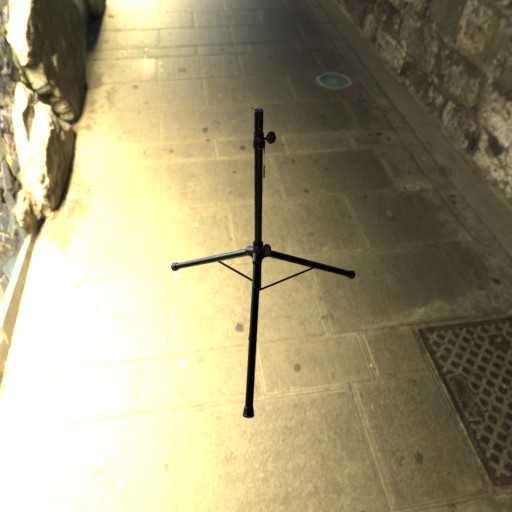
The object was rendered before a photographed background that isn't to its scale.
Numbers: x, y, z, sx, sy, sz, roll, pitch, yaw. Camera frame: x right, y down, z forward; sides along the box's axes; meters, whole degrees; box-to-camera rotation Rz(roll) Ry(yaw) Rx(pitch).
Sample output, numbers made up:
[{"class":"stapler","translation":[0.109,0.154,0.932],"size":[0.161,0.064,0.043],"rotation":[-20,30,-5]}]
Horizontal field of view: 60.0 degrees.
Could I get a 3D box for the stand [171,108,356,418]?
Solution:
[{"class":"stand","translation":[0.000,0.000,1.837],"size":[1.045,1.136,0.907],"rotation":[4,46,4]}]
